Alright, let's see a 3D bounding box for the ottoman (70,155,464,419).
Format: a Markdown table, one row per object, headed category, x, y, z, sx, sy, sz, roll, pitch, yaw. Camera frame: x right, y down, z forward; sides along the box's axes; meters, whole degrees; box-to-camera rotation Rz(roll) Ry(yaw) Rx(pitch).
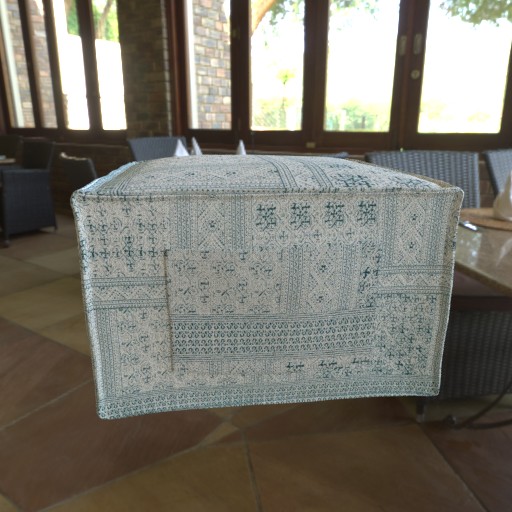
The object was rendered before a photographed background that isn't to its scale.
| category | x | y | z | sx | sy | sz | roll | pitch | yaw |
| --- | --- | --- | --- | --- | --- | --- | --- | --- | --- |
| ottoman | 0.000 | 0.000 | 1.003 | 0.617 | 0.439 | 0.626 | -2 | 17 | -6 |
